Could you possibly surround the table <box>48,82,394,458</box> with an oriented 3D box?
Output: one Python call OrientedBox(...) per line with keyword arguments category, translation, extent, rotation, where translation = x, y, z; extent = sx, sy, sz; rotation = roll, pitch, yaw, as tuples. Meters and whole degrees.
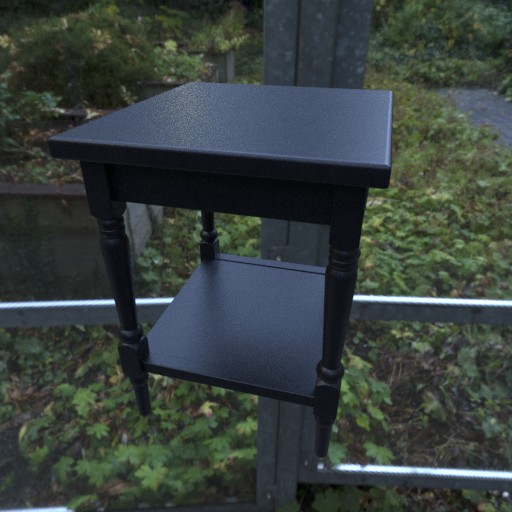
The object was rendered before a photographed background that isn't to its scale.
OrientedBox(category="table", translation=(0.000, 0.000, 0.880), extent=(0.442, 0.565, 0.488), rotation=(8, 31, 13))
